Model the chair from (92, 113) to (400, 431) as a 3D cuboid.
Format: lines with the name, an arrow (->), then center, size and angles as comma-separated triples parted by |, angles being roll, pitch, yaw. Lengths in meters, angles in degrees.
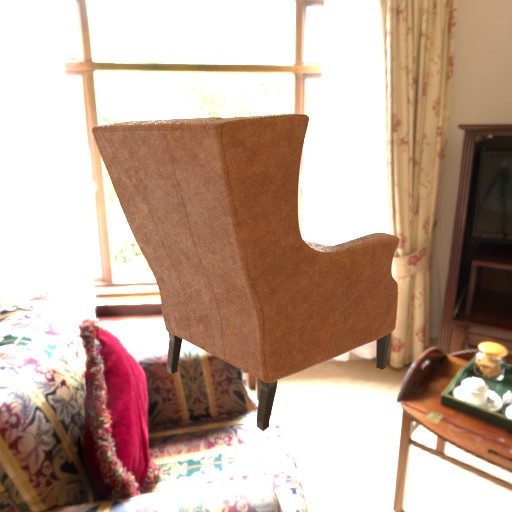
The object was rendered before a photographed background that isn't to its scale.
chair -> 0.000, 0.000, 1.713 | 0.853, 1.016, 0.926 | 14, 21, 43
